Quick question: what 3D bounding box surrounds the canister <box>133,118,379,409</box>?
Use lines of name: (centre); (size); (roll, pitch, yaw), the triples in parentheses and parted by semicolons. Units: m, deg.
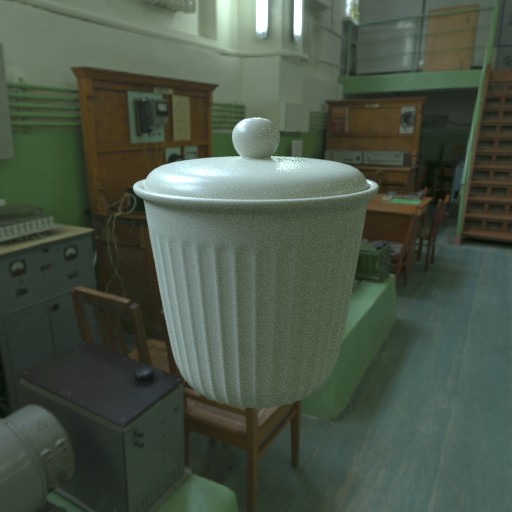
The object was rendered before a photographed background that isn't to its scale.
canister: (0.000, 0.000, 0.354); (0.181, 0.211, 0.181); (0, 16, 0)
